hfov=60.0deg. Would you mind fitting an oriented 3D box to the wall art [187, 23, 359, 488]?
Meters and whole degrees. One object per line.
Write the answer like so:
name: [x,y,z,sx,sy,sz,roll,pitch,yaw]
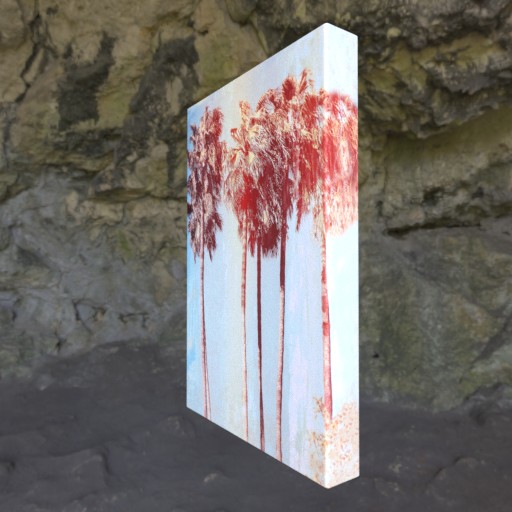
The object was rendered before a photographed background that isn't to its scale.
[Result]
wall art: [0.000,0.000,0.472,0.039,0.380,0.251,1,-1,-35]
